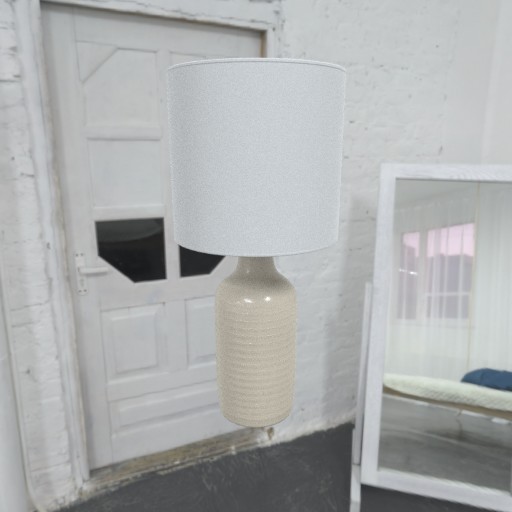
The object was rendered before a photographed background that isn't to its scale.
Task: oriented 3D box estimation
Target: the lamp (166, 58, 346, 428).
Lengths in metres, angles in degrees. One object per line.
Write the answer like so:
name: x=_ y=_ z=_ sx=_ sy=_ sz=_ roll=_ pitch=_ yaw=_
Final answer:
lamp: x=0.000 y=0.000 z=0.616 sx=0.220 sy=0.475 sz=0.220 roll=14 pitch=20 yaw=41
